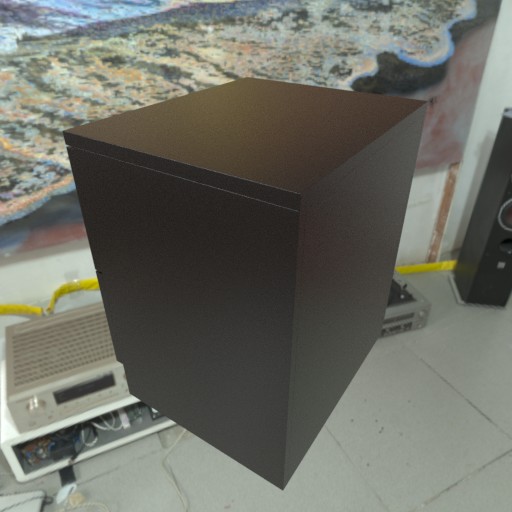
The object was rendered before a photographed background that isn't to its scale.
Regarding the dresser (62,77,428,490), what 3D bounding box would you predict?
[{"bbox_3d":[0.000,0.000,0.740,0.360,0.470,0.400,20,38,28],"label":"dresser"}]
